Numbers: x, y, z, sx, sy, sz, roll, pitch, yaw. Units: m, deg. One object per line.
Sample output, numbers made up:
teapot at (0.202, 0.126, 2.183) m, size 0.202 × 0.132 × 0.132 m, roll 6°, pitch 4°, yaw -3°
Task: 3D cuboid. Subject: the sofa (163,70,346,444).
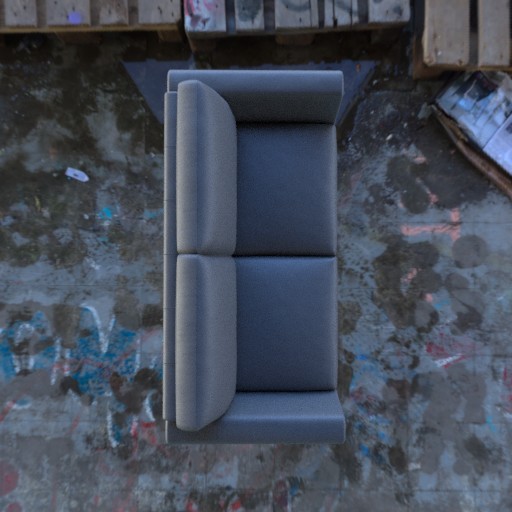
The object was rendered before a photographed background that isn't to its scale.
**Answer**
sofa at (0.000, 0.000, 2.525) m, size 0.953 × 0.875 × 2.017 m, roll 0°, pitch 89°, yaw -1°
